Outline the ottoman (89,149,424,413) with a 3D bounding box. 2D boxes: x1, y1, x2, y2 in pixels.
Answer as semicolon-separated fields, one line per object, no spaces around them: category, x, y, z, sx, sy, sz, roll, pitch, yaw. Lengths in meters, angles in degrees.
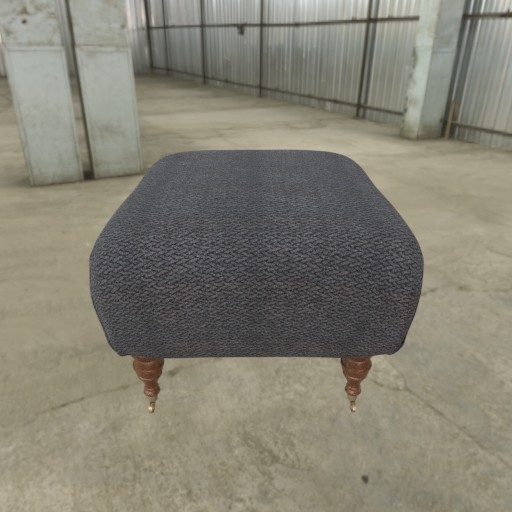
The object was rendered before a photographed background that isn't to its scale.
ottoman;0.000;0.000;1.135;0.622;0.450;0.747;0;26;0
